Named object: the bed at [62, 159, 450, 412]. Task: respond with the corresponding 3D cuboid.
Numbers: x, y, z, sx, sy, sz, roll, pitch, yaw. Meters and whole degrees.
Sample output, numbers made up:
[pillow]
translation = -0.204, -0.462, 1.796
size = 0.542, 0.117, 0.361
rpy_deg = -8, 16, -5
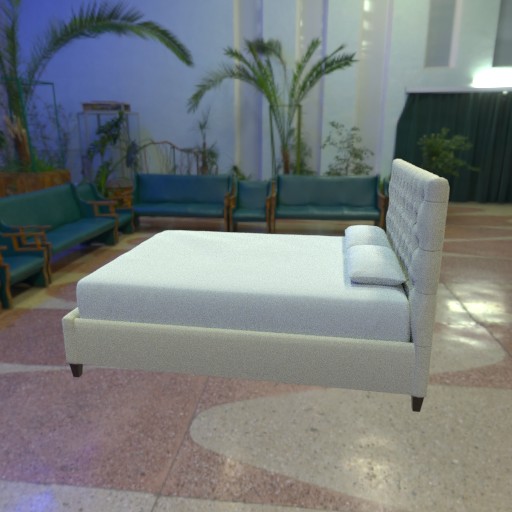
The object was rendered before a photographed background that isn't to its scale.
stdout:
[bed]
translation = 0.000, 0.000, 3.496
size = 2.387, 1.427, 1.698
rpy_deg = 3, 16, 10
